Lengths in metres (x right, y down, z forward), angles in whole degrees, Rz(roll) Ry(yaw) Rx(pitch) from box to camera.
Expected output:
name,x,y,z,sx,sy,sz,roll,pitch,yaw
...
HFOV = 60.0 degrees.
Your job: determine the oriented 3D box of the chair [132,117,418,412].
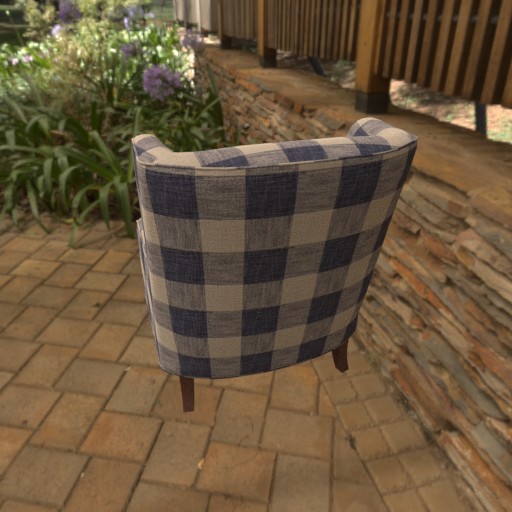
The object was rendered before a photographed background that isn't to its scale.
name,x,y,z,sx,sy,sz,roll,pitch,yaw
chair,0.000,0.000,1.702,0.830,1.041,0.889,-9,30,-17
